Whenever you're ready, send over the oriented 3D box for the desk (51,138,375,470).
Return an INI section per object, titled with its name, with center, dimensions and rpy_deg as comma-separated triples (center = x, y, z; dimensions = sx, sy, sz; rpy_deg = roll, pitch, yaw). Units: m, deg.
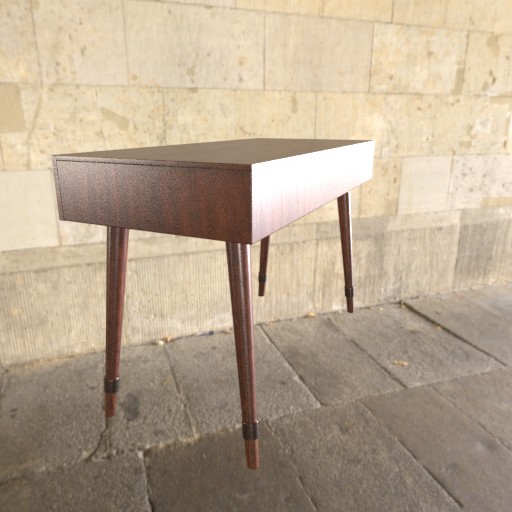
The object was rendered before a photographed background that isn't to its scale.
[desk]
center = 0.000, 0.000, 2.130
dimensions = 0.734, 1.031, 1.577
rpy_deg = 8, 19, 24
